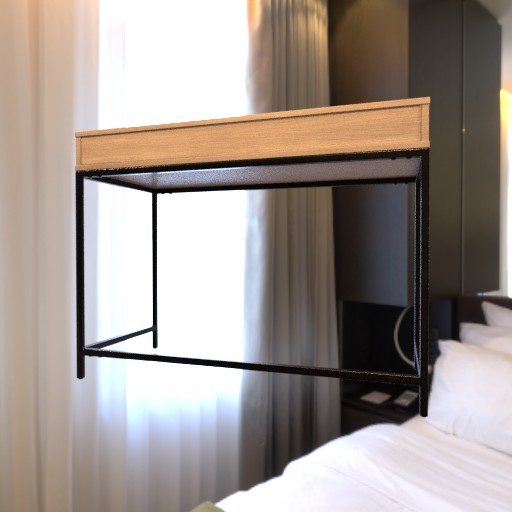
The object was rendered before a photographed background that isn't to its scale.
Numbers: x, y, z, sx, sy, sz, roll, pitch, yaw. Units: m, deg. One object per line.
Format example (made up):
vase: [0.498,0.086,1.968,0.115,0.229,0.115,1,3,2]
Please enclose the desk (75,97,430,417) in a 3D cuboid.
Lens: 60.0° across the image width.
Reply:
desk: [0.000,0.000,1.431,1.016,0.762,0.470,0,1,18]
